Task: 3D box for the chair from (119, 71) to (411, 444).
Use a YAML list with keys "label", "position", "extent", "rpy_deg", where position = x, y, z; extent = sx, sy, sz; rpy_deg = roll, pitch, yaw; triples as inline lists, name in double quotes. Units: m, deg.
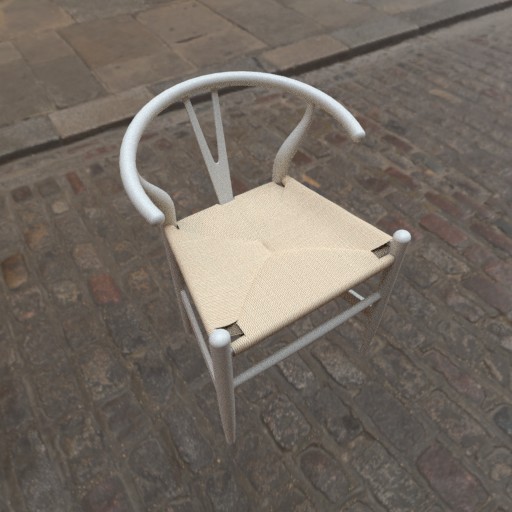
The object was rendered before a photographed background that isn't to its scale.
- label: "chair"
  position: [0.000, 0.000, 1.119]
  extent: [0.533, 0.736, 0.500]
  rpy_deg: [-26, 52, -22]
